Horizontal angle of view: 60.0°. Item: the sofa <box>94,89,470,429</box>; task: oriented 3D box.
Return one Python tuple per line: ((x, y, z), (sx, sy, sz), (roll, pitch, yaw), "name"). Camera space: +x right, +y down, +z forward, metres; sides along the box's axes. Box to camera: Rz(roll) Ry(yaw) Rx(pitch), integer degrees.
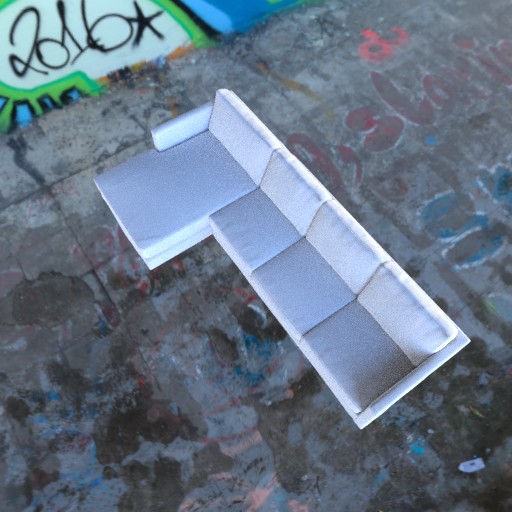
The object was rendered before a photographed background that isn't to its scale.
((0.000, 0.000, 3.833), (1.625, 0.861, 3.186), (-32, 66, -16), "sofa")
